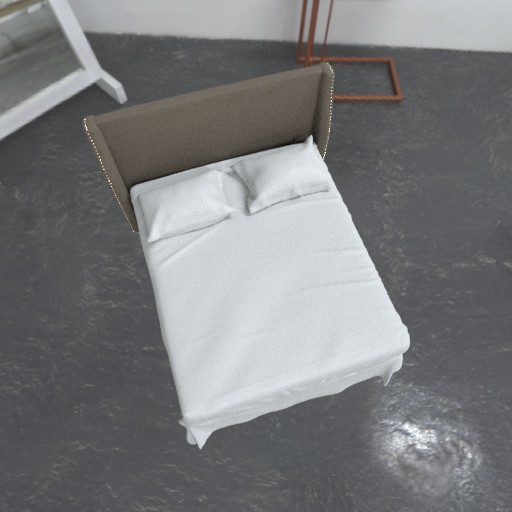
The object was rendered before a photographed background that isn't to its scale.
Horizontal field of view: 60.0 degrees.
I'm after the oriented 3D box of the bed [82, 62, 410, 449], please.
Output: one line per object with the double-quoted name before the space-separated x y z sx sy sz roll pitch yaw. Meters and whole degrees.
"bed" 0.000 0.000 3.398 1.925 1.332 2.276 -16 65 -8
